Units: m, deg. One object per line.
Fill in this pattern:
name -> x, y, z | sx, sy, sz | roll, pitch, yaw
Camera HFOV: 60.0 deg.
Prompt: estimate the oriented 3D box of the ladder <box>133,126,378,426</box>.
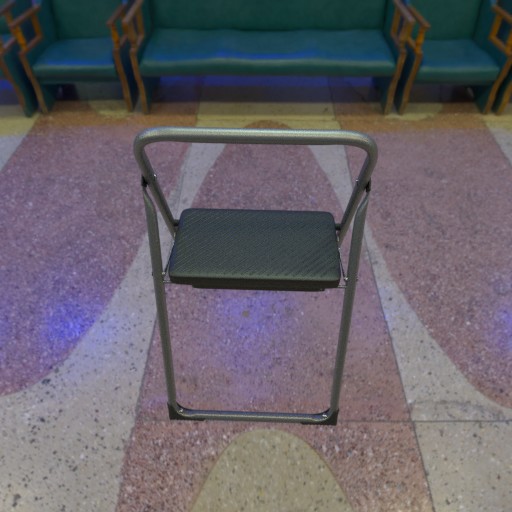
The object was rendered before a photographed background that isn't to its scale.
ladder -> 0.000, 0.000, 0.993 | 0.430, 0.720, 0.472 | 2, 47, 1
